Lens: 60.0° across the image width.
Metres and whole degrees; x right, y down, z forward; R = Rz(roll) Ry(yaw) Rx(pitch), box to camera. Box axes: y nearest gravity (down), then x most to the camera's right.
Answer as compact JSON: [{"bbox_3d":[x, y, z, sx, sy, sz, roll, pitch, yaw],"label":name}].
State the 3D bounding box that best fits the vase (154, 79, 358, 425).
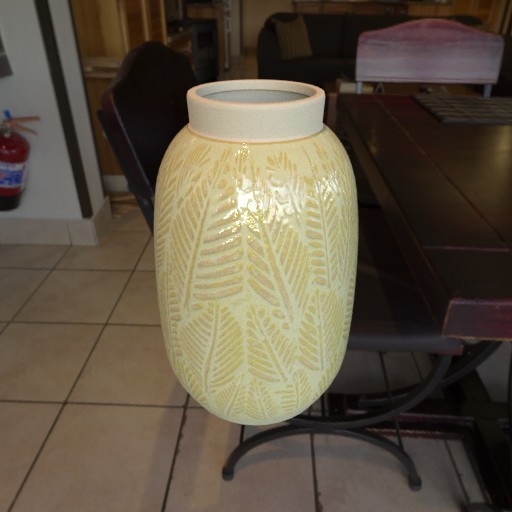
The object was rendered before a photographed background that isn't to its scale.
[{"bbox_3d":[0.000,0.000,0.379,0.172,0.270,0.172,0,30,0],"label":"vase"}]
